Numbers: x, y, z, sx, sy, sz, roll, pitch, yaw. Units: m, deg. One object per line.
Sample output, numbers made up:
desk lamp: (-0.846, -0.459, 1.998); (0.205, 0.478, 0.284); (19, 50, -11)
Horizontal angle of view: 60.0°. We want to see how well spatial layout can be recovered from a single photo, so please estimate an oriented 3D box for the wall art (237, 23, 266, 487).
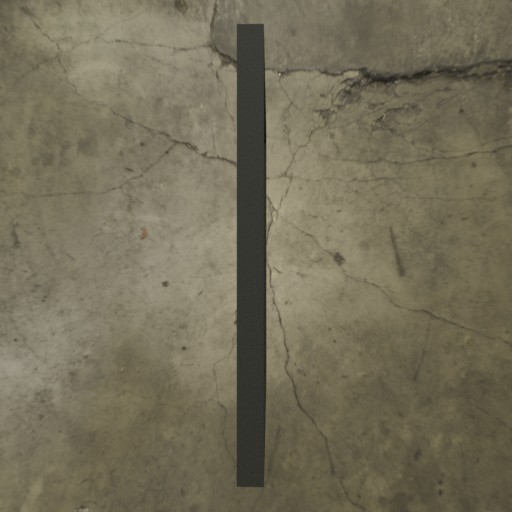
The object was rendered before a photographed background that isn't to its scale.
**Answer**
wall art: (0.000, 0.000, 0.551); (0.024, 0.329, 0.404); (0, 90, 2)
